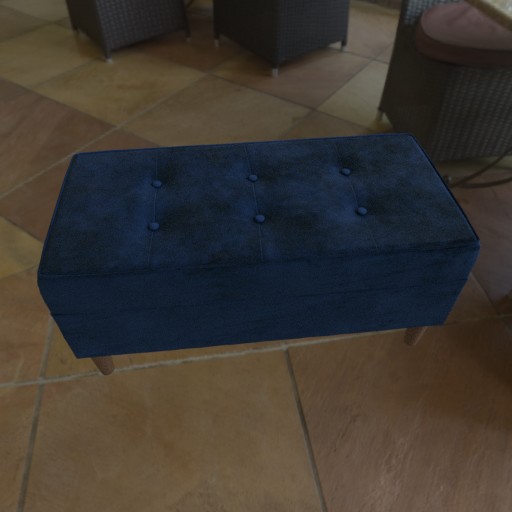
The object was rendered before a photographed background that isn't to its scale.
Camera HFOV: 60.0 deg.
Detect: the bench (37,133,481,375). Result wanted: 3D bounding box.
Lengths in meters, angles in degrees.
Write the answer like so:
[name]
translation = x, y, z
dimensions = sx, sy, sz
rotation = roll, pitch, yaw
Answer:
[bench]
translation = 0.000, 0.000, 1.287
dimensions = 1.010, 0.467, 0.489
rotation = -4, 47, -4
